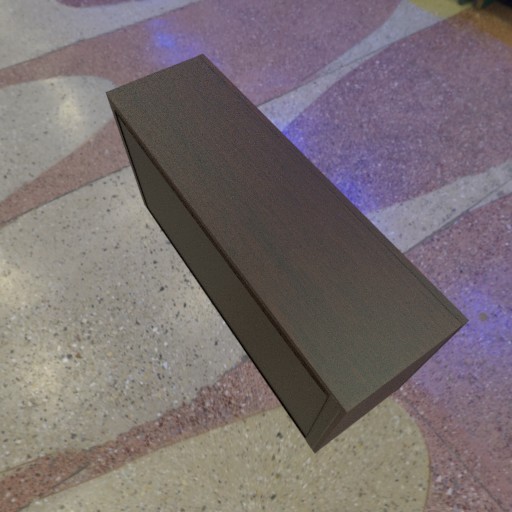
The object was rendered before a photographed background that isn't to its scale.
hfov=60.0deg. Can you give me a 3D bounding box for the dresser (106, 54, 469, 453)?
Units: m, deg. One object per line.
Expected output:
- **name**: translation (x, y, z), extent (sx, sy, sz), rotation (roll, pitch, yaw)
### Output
- **dresser**: translation (0.000, 0.000, 2.050), extent (0.499, 0.971, 1.609), rotation (-30, 63, -17)
